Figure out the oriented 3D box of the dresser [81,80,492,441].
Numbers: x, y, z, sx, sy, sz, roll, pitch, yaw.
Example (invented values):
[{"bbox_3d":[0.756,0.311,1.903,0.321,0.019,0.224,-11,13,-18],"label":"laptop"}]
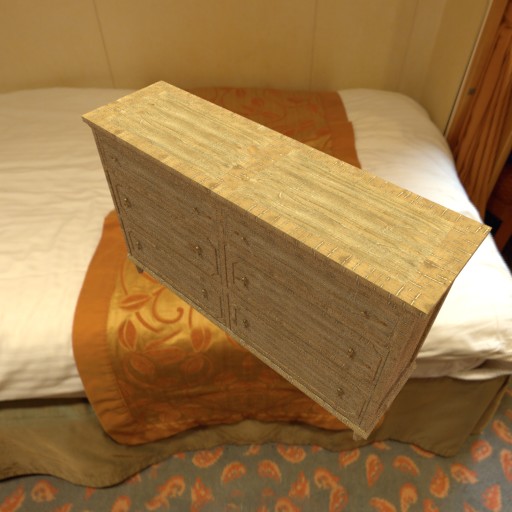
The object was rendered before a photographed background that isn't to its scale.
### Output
[{"bbox_3d":[0.000,0.000,2.050,1.626,1.016,0.457,32,54,27],"label":"dresser"}]
